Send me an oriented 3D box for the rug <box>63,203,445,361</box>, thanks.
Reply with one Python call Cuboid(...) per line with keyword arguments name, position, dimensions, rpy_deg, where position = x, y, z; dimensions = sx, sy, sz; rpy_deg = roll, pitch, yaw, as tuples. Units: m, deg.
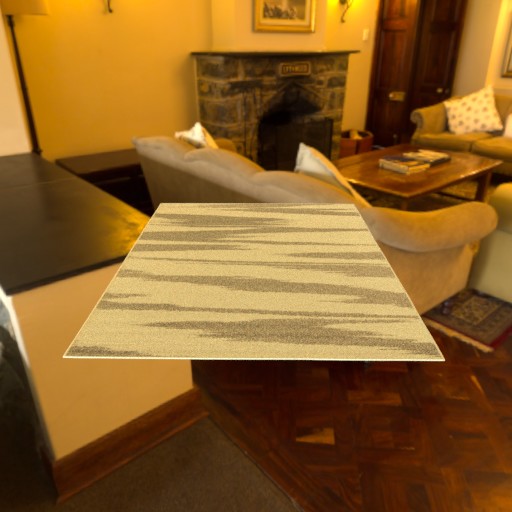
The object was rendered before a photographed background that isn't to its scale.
Cuboid(name="rug", position=(0.000, 0.000, 4.042), dimensions=(2.353, 0.014, 2.945), rpy_deg=(0, 25, 1))
